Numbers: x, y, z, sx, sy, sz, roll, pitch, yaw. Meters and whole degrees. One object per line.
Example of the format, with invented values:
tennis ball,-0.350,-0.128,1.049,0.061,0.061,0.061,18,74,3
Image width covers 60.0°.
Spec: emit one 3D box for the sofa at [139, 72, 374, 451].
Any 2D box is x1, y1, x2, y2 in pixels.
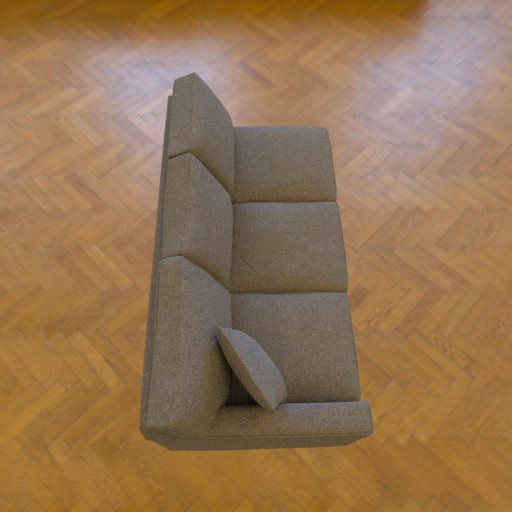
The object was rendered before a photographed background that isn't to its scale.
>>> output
sofa,0.000,0.000,2.518,1.034,0.946,1.963,-1,62,-1
